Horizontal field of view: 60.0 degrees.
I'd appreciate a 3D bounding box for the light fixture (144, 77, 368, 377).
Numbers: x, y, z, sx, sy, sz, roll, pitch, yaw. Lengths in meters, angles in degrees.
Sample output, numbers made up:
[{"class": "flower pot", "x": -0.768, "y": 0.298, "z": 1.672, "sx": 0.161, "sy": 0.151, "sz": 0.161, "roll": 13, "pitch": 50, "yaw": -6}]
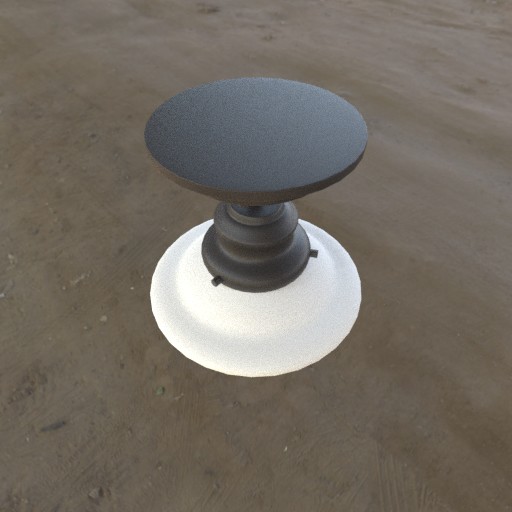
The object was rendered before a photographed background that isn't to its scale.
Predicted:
[{"class": "light fixture", "x": 0.000, "y": 0.000, "z": 0.392, "sx": 0.197, "sy": 0.254, "sz": 0.197, "roll": 0, "pitch": 45, "yaw": 0}]
